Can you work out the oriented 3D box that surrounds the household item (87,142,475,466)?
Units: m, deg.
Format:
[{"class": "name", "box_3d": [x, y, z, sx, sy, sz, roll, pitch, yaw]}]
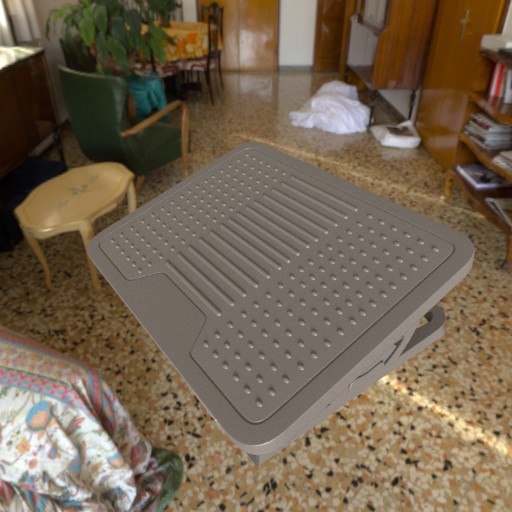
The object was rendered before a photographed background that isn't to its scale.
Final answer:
[{"class": "household item", "box_3d": [0.000, 0.000, 0.527, 0.301, 0.126, 0.390, -22, 40, -30]}]
